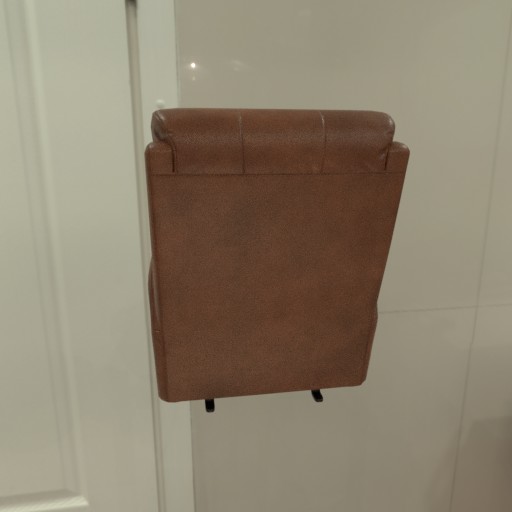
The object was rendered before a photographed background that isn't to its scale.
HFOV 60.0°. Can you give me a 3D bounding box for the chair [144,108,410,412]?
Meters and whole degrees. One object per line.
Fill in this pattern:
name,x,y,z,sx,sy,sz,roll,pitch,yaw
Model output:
chair,0.000,0.000,1.701,0.787,1.016,0.939,-2,14,-9
